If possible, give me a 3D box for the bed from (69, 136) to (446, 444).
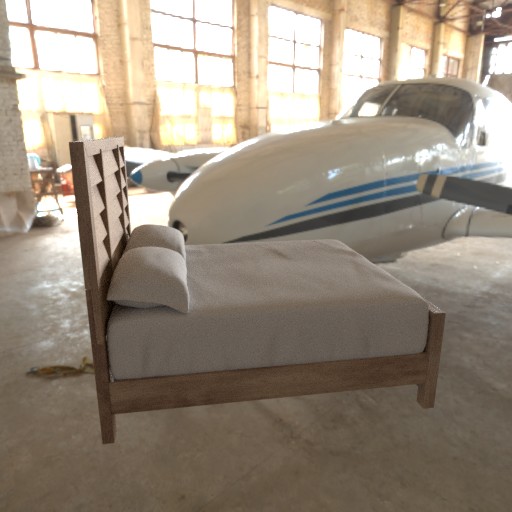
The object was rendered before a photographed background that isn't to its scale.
[{"bbox_3d":[0.000,0.000,3.170,2.017,1.631,1.615,-3,16,-9],"label":"bed"}]
